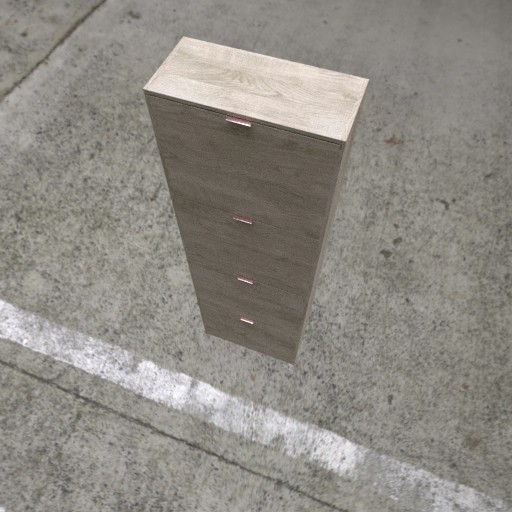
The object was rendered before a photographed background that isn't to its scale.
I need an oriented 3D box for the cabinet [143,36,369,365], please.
[{"bbox_3d":[0.000,0.000,1.804,0.520,1.630,0.250,18,60,11],"label":"cabinet"}]
